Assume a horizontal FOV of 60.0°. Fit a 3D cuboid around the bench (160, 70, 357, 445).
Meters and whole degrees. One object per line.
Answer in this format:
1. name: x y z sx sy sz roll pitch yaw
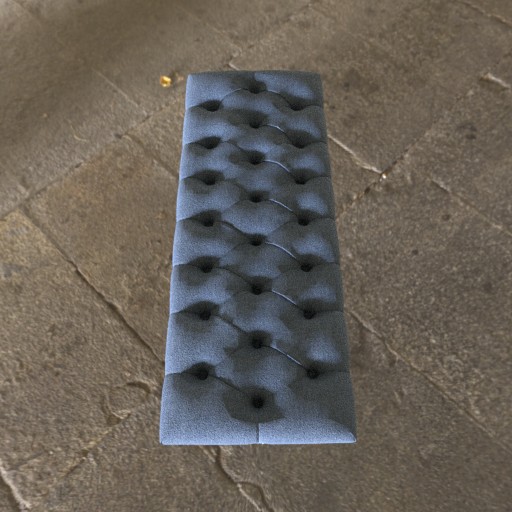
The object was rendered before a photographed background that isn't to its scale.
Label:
1. bench: 0.000 0.000 1.321 0.417 0.492 1.052 0 64 0
